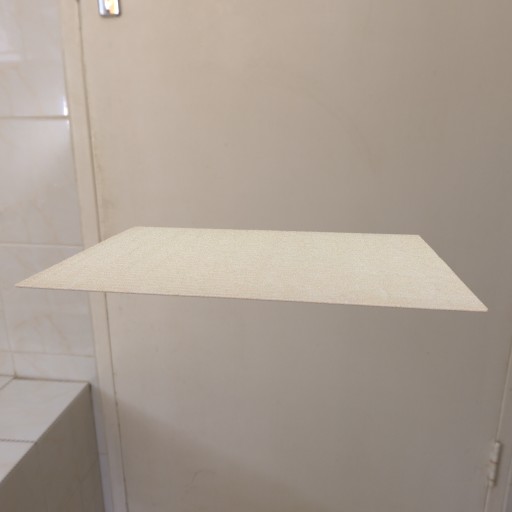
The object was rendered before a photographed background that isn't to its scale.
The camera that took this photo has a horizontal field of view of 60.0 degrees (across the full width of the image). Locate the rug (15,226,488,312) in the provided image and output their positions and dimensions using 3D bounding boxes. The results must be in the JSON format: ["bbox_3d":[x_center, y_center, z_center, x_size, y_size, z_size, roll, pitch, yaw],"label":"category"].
[{"bbox_3d":[0.000,0.000,2.272,1.848,0.014,1.238,2,15,8],"label":"rug"}]
